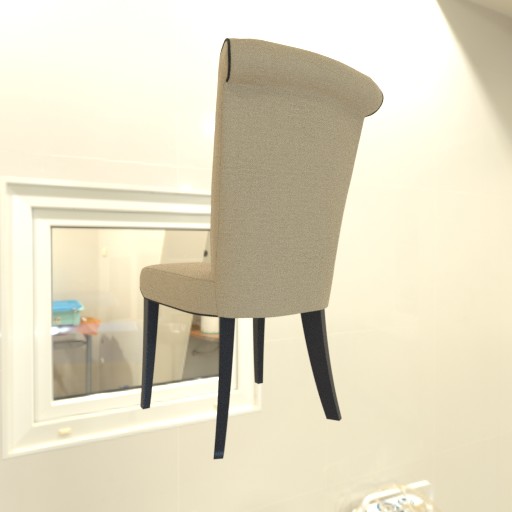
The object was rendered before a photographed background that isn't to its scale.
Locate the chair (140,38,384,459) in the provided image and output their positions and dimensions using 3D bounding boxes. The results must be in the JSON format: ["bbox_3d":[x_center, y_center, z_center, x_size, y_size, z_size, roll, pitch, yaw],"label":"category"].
[{"bbox_3d":[0.000,0.000,1.330,0.522,0.997,0.623,-1,1,-36],"label":"chair"}]
